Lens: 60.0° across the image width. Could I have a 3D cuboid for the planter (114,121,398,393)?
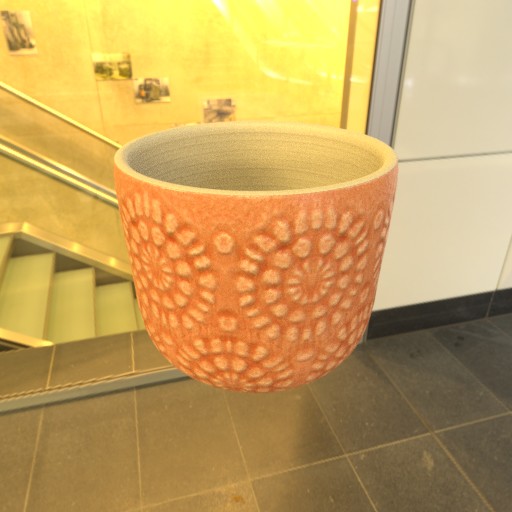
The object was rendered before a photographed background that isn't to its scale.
[{"bbox_3d":[0.000,0.000,0.222,0.124,0.109,0.124,0,28,0],"label":"planter"}]
